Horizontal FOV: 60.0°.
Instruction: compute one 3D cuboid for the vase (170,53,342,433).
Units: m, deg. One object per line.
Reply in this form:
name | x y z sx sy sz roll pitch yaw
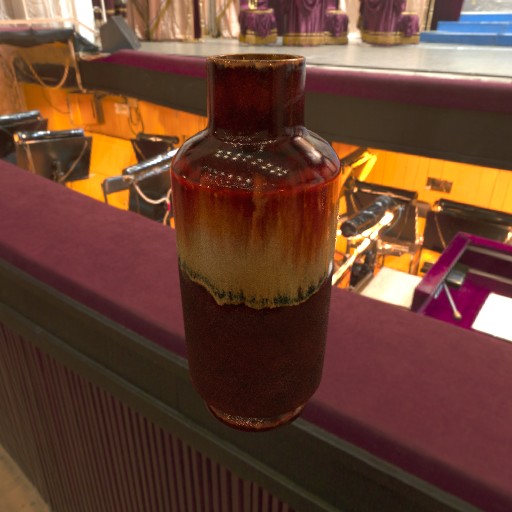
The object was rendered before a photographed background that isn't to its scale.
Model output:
vase | 0.000 0.000 0.317 0.111 0.261 0.111 0 28 0
